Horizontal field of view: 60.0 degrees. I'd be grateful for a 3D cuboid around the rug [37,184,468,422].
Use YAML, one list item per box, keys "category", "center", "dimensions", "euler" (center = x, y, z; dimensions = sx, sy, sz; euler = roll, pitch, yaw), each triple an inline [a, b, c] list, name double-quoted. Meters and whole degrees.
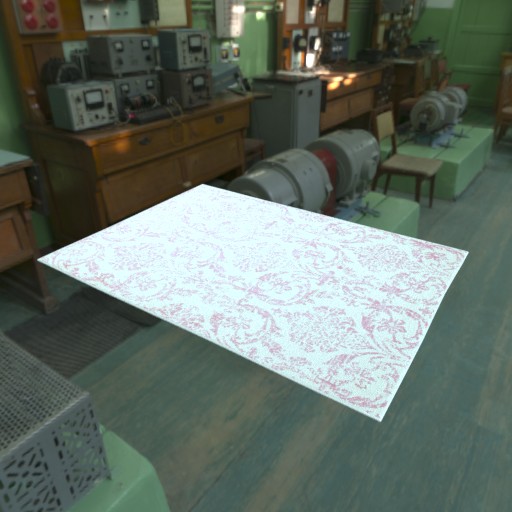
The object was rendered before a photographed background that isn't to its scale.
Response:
- category: "rug"
  center: [0.000, 0.000, 2.789]
  dimensions: [2.202, 0.014, 1.598]
  euler: [18, 34, 29]
